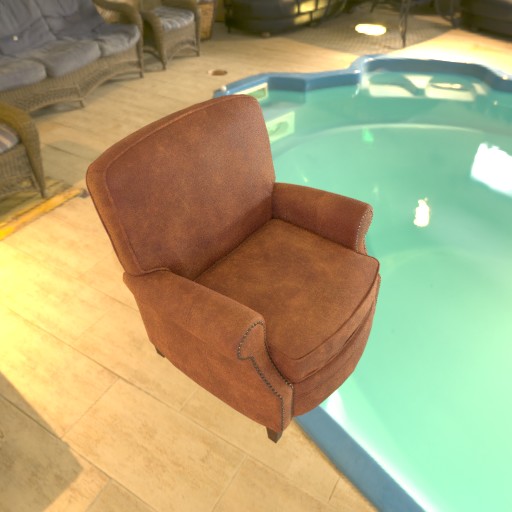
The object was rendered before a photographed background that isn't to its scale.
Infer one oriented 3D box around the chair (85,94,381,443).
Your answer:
[{"bbox_3d":[0.000,0.000,1.773,0.986,1.018,0.936,26,47,28],"label":"chair"}]
